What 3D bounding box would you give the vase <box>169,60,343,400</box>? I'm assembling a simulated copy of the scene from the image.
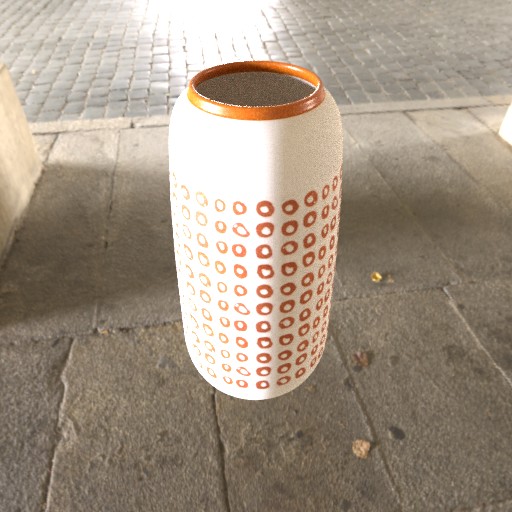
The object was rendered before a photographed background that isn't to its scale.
[{"bbox_3d":[0.000,0.000,0.362,0.133,0.282,0.133,0,41,0],"label":"vase"}]
